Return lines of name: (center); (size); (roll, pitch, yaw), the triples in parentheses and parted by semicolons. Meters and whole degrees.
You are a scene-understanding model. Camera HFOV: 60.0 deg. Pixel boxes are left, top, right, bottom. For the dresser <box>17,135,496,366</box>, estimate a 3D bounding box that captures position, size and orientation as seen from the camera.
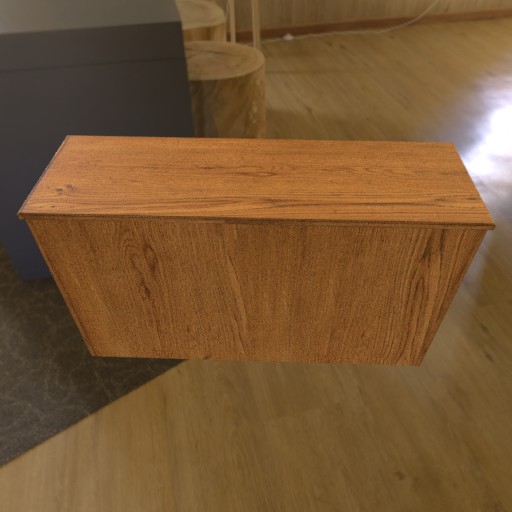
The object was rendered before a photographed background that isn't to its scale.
dresser: (0.000, 0.000, 2.057); (1.657, 0.932, 0.563); (1, 45, 1)
